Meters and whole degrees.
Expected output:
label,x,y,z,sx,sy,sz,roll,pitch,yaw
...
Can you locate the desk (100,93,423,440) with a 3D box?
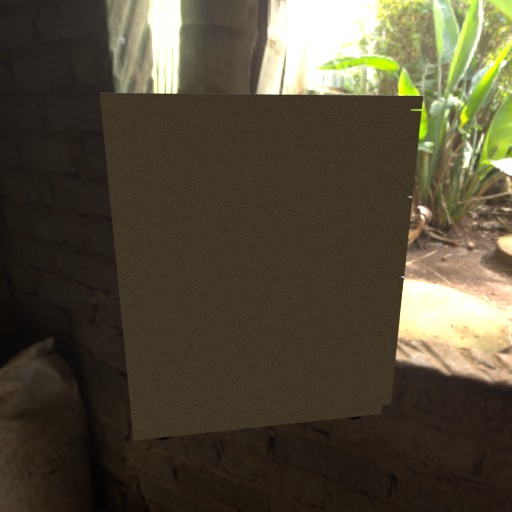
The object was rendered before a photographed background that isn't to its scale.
label,x,y,z,sx,sy,sz,roll,pitch,yaw
desk,0.000,0.000,1.092,0.600,0.730,0.404,-3,17,-9
